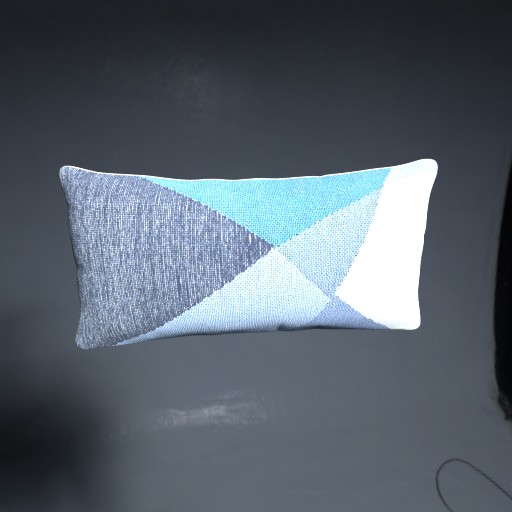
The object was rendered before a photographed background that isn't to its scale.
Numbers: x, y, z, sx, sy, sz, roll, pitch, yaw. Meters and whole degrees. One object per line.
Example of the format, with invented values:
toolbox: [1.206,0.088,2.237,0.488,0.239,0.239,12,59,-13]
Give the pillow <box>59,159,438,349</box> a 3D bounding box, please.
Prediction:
pillow: [0.000,0.000,0.733,0.604,0.307,0.148,-2,18,-7]
